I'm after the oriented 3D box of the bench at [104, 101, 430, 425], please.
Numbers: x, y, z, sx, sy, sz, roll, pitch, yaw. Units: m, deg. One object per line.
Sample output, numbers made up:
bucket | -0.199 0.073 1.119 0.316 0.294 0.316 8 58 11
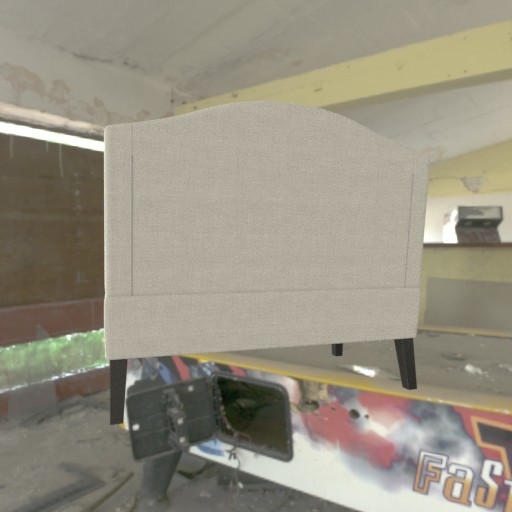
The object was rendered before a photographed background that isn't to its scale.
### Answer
bench | 0.000 0.000 2.061 1.335 1.180 0.815 0 1 -18
